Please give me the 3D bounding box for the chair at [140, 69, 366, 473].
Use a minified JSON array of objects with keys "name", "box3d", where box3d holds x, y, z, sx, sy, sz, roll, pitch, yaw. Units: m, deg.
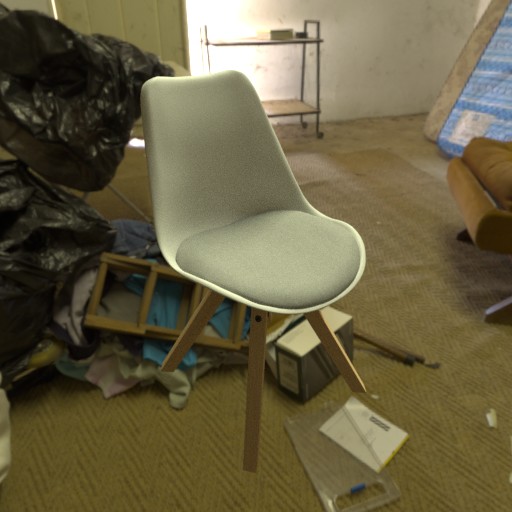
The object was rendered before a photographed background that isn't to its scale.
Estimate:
[{"name":"chair","box3d":[0.000,0.000,1.169,0.485,0.850,0.550,-21,36,-33]}]
